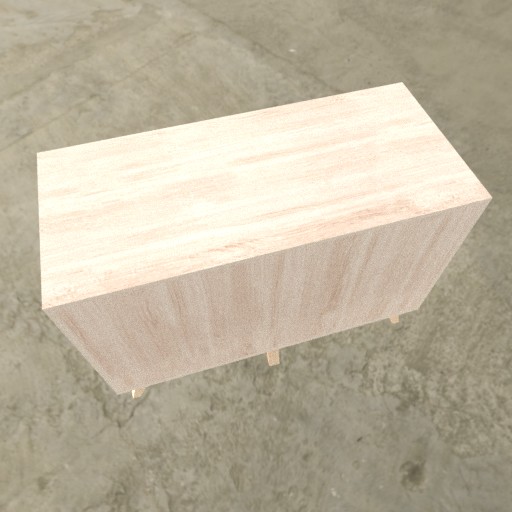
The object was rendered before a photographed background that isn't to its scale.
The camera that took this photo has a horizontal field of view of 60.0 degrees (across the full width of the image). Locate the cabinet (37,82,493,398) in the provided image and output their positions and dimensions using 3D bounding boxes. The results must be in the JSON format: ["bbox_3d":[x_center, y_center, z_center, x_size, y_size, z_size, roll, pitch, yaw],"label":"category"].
[{"bbox_3d":[0.000,0.000,1.500,1.110,0.780,0.500,-14,57,-9],"label":"cabinet"}]
